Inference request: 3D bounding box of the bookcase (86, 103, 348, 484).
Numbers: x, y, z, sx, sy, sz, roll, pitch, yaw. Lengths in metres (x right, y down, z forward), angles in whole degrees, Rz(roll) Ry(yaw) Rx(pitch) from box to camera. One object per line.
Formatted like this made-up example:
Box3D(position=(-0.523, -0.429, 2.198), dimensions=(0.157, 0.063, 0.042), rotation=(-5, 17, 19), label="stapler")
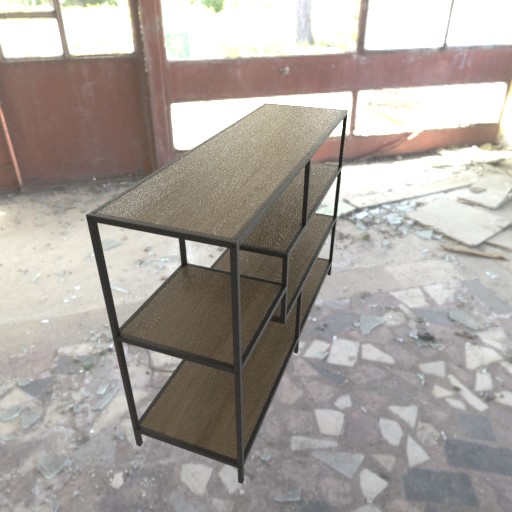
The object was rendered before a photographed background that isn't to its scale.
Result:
Box3D(position=(0.000, 0.000, 1.552), dimensions=(0.350, 0.780, 1.140), rotation=(11, 33, 18), label="bookcase")
